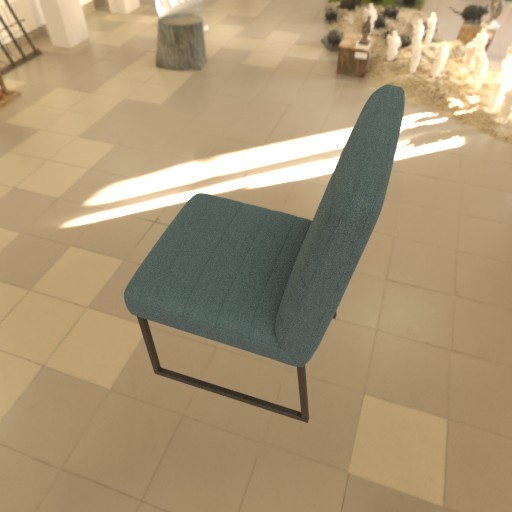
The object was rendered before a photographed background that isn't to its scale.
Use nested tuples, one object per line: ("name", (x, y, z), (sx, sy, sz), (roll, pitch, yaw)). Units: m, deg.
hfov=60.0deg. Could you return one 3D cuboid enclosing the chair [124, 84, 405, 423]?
("chair", (0.000, 0.000, 1.320), (0.634, 0.930, 0.520), (14, 47, 13))
